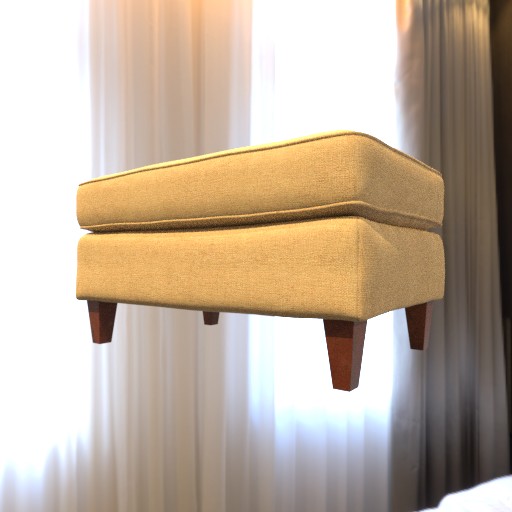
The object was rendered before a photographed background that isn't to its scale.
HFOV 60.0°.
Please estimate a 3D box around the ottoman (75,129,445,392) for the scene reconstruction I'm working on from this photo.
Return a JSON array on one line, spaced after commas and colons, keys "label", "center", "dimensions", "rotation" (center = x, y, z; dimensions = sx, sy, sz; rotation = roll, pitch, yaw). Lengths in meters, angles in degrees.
[{"label": "ottoman", "center": [0.000, 0.000, 1.199], "dimensions": [0.862, 0.484, 0.583], "rotation": [0, -1, 37]}]
